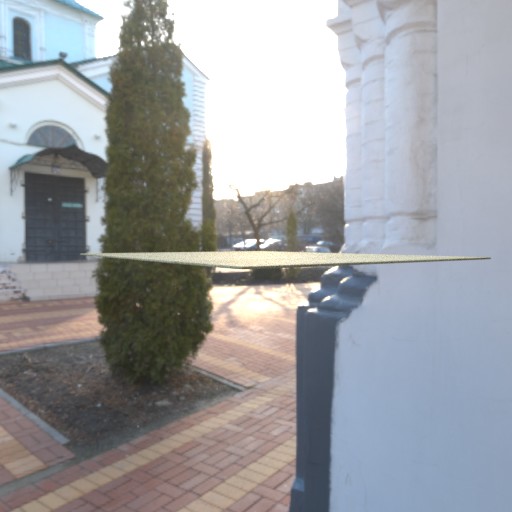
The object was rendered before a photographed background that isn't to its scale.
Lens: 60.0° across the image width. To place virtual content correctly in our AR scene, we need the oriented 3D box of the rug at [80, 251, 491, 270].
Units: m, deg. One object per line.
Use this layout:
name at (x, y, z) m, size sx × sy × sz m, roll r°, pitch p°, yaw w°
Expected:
rug at (0.000, 0.000, 4.205) m, size 2.425 × 0.016 × 3.198 m, roll -1°, pitch 2°, yaw -35°
